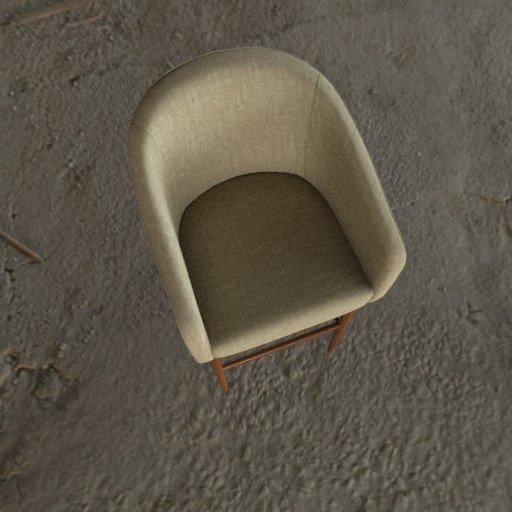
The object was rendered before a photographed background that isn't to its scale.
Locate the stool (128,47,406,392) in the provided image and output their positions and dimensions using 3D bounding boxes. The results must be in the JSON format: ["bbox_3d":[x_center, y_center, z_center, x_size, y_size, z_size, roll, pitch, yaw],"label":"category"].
[{"bbox_3d":[0.000,0.000,1.418,0.559,1.078,0.607,-18,65,-9],"label":"stool"}]
